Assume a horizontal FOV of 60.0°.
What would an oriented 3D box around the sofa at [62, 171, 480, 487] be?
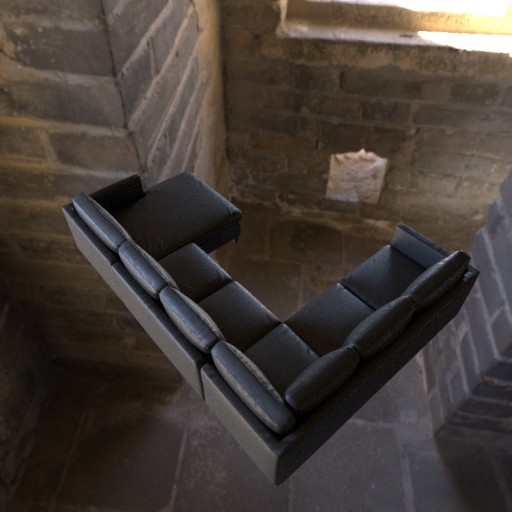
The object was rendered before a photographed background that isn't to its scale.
[{"bbox_3d":[0.000,0.000,4.602,2.593,0.923,3.460,-32,54,-27],"label":"sofa"}]
